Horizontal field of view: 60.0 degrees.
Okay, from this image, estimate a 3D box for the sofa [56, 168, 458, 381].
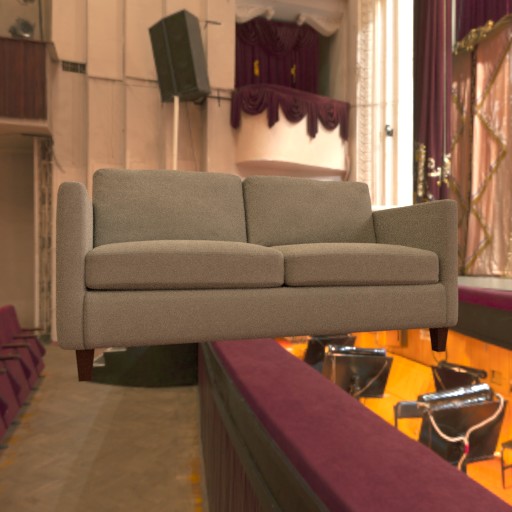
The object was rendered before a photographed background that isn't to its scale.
[{"bbox_3d":[0.000,0.000,2.368,1.884,0.963,0.950,0,0,-18],"label":"sofa"}]
